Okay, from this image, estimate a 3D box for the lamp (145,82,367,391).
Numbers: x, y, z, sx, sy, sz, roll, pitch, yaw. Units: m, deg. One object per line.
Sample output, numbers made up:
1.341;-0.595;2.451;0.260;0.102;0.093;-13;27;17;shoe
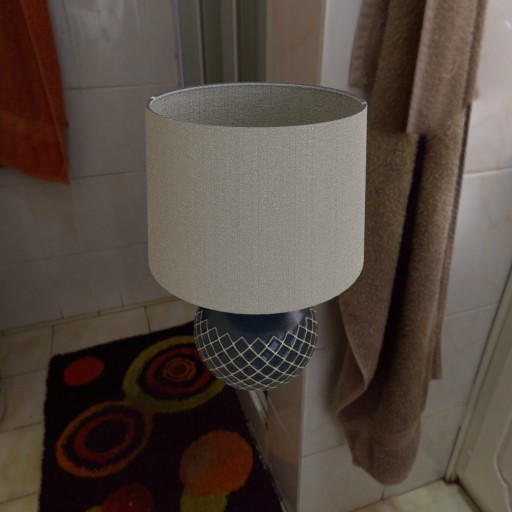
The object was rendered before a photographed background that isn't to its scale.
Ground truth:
0.000;0.000;0.798;0.376;0.540;0.376;0;30;0;lamp
